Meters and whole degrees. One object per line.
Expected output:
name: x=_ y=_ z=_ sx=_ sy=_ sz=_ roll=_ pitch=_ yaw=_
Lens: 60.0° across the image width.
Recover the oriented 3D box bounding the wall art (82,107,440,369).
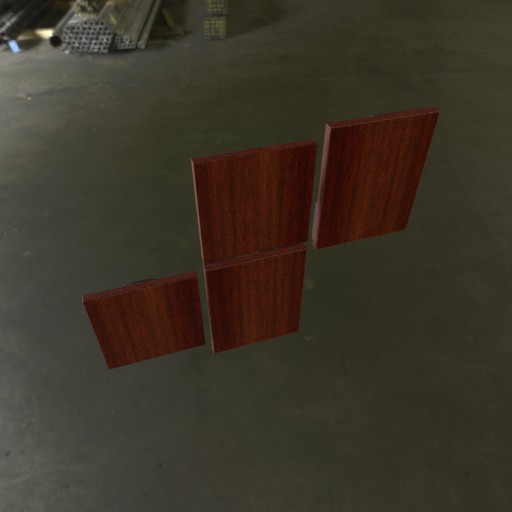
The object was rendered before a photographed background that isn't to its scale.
wall art: x=0.000 y=0.000 z=0.840 sx=0.635 sy=0.497 sz=0.030 roll=-12 pitch=43 yaw=-13
